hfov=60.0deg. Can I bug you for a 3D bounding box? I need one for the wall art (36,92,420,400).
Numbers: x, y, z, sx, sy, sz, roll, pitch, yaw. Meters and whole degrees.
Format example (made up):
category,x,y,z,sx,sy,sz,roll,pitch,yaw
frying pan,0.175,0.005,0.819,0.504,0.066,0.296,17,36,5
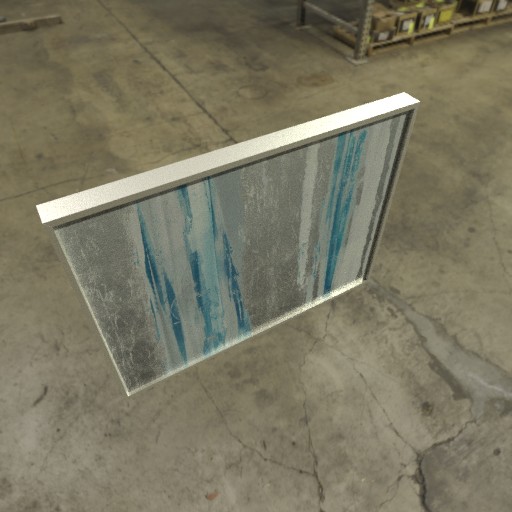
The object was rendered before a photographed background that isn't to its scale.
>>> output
category,x,y,z,sx,sy,sz,roll,pitch,yaw
wall art,0.000,0.000,1.408,1.056,0.801,0.066,-22,50,-20
